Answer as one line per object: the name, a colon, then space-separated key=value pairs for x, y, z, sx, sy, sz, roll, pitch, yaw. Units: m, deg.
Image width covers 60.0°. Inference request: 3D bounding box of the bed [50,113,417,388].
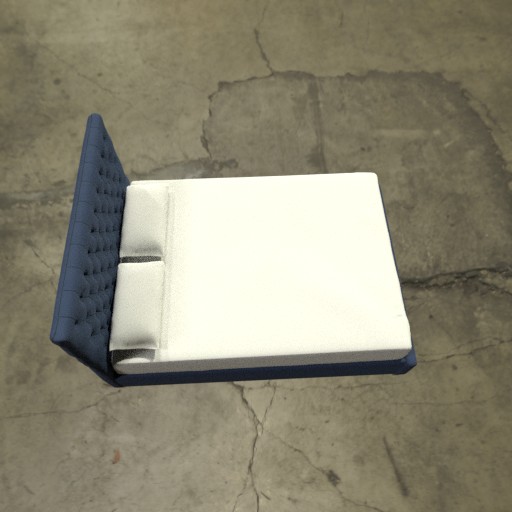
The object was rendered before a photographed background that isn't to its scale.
bed: x=0.000 y=0.000 z=3.452 sx=2.387 sy=1.427 sz=1.706 roll=-2 pitch=63 yaw=-1
